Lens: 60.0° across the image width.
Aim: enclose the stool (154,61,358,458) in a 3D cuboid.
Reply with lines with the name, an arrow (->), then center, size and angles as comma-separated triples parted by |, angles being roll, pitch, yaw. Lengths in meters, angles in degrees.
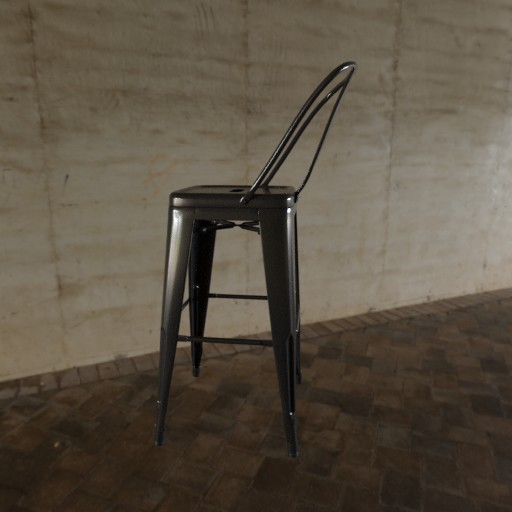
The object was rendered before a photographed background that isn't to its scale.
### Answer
stool -> 0.000, 0.000, 1.302 | 0.528, 1.022, 0.432 | 2, 13, 7
